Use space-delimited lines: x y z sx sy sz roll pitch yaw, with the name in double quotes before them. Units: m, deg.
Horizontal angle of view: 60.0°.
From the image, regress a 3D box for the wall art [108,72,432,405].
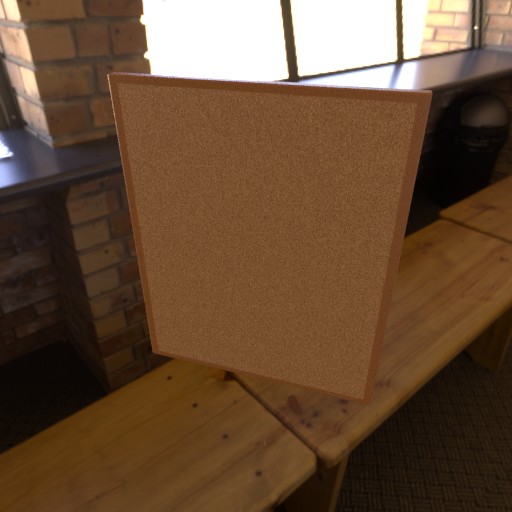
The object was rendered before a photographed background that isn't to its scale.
"wall art" 0.000 0.000 0.509 0.310 0.379 0.015 9 33 15
